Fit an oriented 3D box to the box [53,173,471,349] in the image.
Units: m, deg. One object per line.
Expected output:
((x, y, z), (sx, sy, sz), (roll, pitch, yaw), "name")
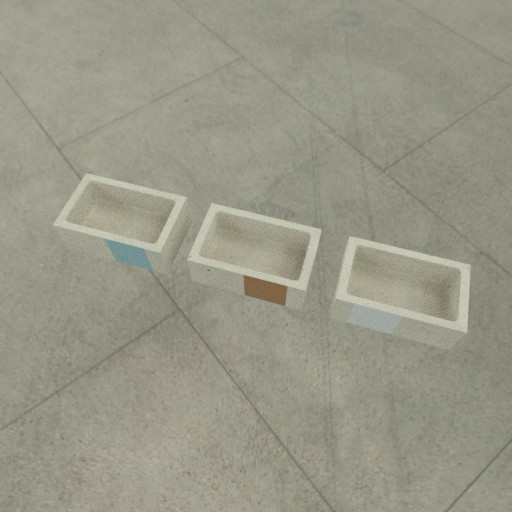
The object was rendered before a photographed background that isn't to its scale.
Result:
((0.000, 0.000, 0.515), (0.461, 0.051, 0.082), (14, 60, 8), "box")
